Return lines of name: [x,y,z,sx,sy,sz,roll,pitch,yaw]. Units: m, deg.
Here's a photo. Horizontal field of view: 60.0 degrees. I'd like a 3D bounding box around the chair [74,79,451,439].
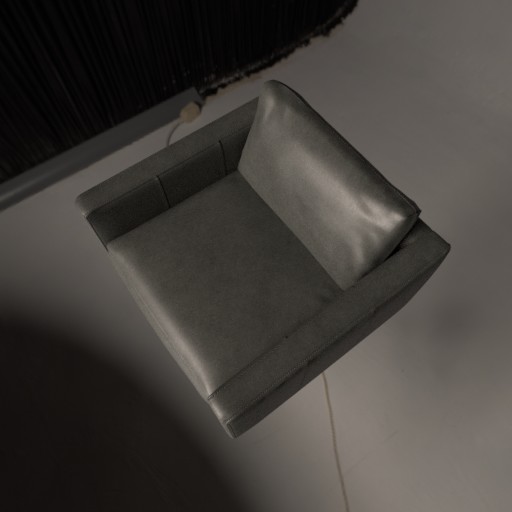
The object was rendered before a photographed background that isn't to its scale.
chair: [0.000,0.000,1.535,0.861,0.824,0.967,-34,68,-16]
